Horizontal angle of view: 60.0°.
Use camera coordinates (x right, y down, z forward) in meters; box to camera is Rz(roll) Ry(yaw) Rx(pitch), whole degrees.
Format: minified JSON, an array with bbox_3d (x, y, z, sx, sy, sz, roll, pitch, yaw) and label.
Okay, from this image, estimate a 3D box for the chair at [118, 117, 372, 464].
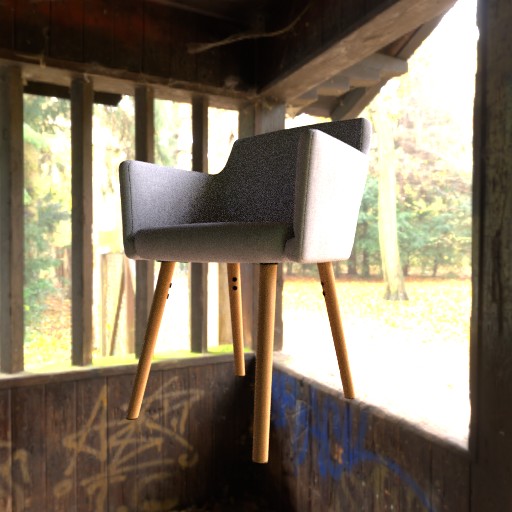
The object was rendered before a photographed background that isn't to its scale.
[{"bbox_3d":[0.000,0.000,1.165,0.570,0.780,0.540,1,1,35],"label":"chair"}]
